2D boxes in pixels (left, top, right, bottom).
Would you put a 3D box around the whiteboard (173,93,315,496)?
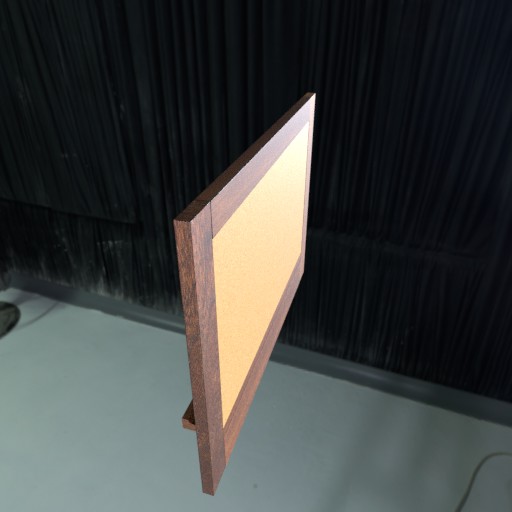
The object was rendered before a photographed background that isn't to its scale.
[{"bbox_3d":[0.000,0.000,0.995,0.083,0.559,0.783,9,32,15],"label":"whiteboard"}]
